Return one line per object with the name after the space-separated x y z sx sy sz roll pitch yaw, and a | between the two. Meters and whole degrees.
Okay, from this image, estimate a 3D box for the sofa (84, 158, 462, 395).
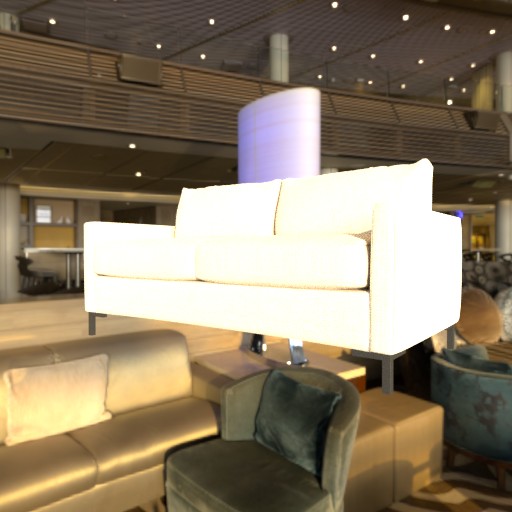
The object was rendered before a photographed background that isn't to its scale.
0.000 0.000 2.092 1.651 0.812 0.839 0 1 37 | sofa
